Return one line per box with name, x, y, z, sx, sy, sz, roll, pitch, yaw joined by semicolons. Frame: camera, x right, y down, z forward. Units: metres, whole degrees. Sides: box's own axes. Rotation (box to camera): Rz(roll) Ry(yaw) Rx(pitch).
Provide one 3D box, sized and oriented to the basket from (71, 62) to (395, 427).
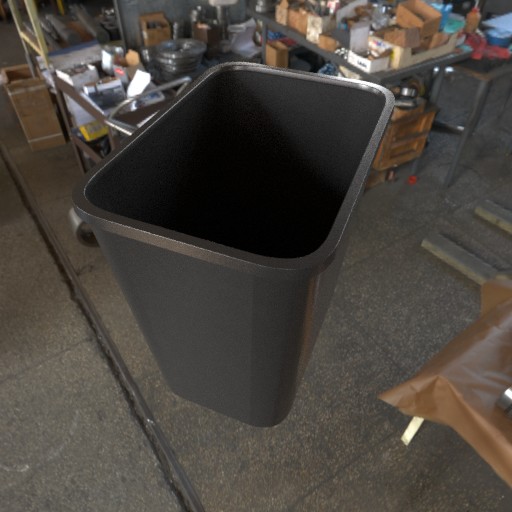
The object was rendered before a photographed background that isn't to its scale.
basket;0.000;0.000;0.506;0.211;0.307;0.300;16;47;15
